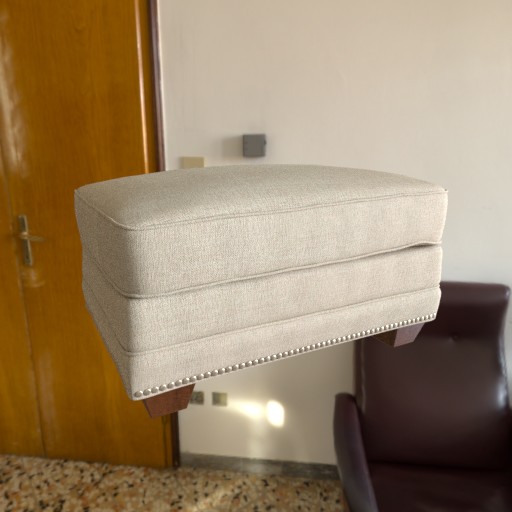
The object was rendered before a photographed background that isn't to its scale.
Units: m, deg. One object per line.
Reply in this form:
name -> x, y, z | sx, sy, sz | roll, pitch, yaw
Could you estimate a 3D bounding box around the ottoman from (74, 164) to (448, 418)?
ottoman -> 0.000, 0.000, 1.149 | 0.813, 0.458, 0.559 | -8, 17, -28
